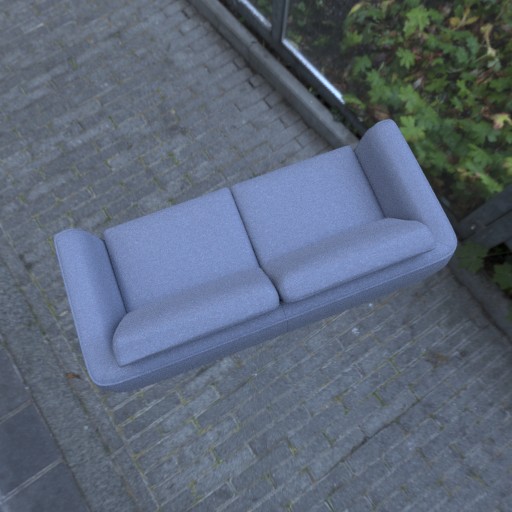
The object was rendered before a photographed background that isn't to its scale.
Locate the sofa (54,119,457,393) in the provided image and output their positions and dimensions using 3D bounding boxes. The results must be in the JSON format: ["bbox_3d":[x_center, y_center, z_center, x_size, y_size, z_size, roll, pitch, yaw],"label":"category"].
[{"bbox_3d":[0.000,0.000,2.546,2.000,0.870,0.920,-20,76,-5],"label":"sofa"}]
